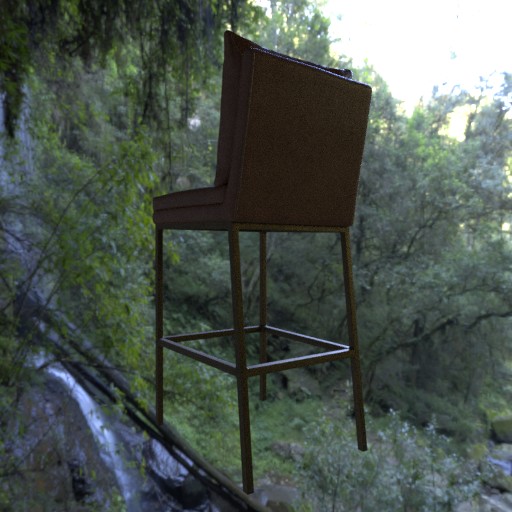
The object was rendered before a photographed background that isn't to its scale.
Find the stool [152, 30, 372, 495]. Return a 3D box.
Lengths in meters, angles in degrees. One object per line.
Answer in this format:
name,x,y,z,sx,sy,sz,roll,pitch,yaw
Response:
stool,0.000,0.000,1.382,0.463,1.124,0.571,0,1,-35
